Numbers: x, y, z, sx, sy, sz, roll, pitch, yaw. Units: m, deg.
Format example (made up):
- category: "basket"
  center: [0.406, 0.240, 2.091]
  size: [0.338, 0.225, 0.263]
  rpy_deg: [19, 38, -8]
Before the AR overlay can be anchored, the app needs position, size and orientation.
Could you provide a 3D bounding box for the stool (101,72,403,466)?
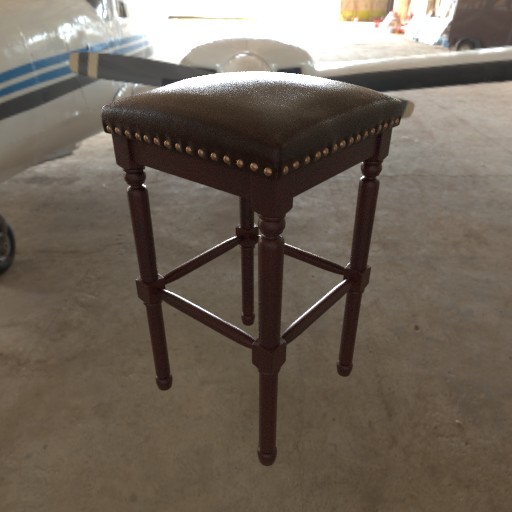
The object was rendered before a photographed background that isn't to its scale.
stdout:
- category: "stool"
  center: [0.000, 0.000, 0.921]
  size: [0.383, 0.702, 0.382]
  rpy_deg: [22, 37, 33]
